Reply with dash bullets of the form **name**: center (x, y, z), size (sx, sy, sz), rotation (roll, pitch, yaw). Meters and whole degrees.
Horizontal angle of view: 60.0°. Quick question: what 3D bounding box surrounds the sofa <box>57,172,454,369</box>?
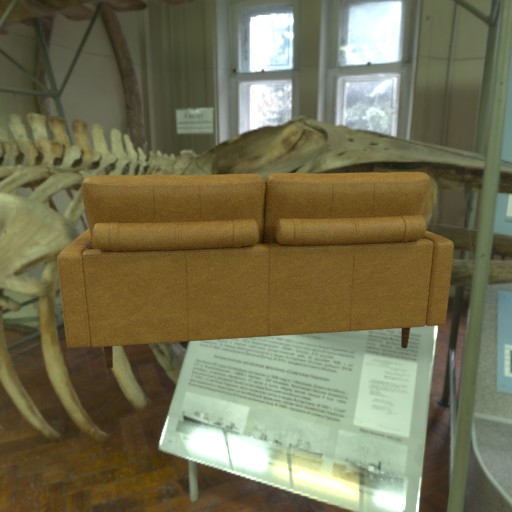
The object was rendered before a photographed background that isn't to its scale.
- **sofa**: center (0.000, 0.000, 2.364), size (1.821, 0.898, 0.850), rotation (-2, 14, -8)
